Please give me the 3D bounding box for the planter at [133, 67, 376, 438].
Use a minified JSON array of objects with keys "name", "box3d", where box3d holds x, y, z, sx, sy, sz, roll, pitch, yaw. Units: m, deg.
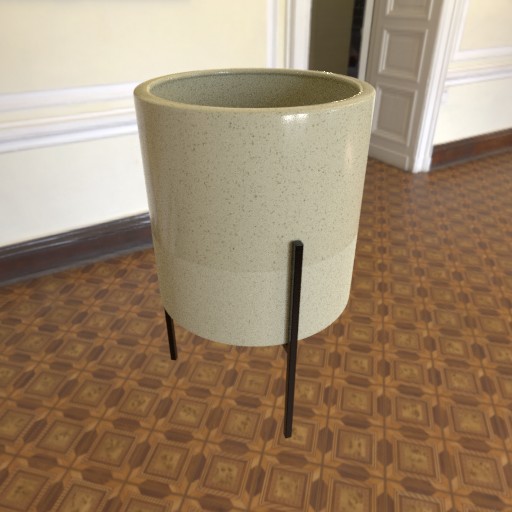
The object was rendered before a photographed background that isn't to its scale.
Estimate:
[{"name":"planter","box3d":[0.000,0.000,0.534,0.234,0.390,0.243,-10,32,-16]}]
